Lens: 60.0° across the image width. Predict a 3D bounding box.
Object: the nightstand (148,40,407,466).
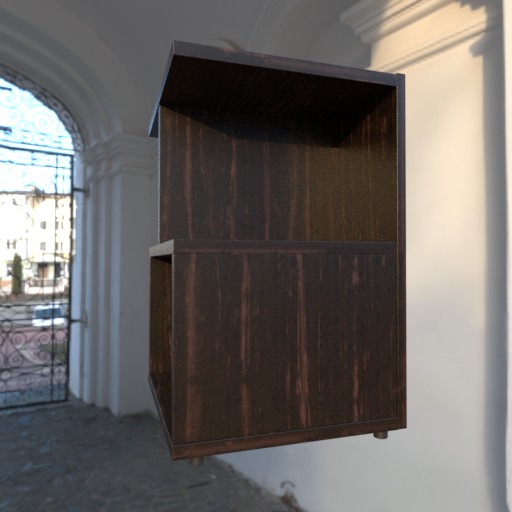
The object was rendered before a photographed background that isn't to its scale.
[{"bbox_3d":[0.000,0.000,0.816,0.356,0.559,0.400,0,-1,-18],"label":"nightstand"}]
